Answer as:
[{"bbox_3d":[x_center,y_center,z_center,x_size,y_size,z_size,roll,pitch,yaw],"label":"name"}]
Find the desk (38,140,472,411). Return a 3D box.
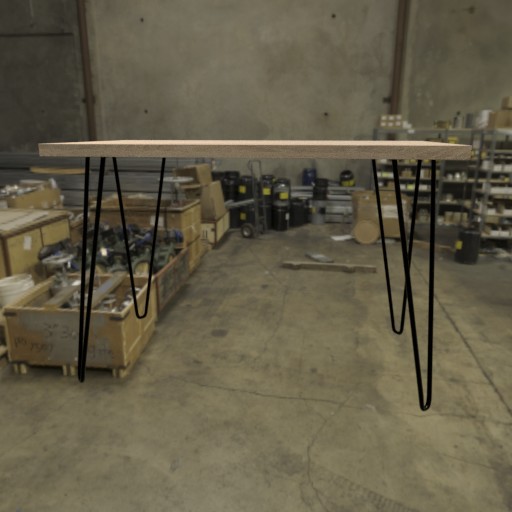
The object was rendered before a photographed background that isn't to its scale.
[{"bbox_3d":[0.000,0.000,1.328,0.991,0.660,0.499,2,16,8],"label":"desk"}]
